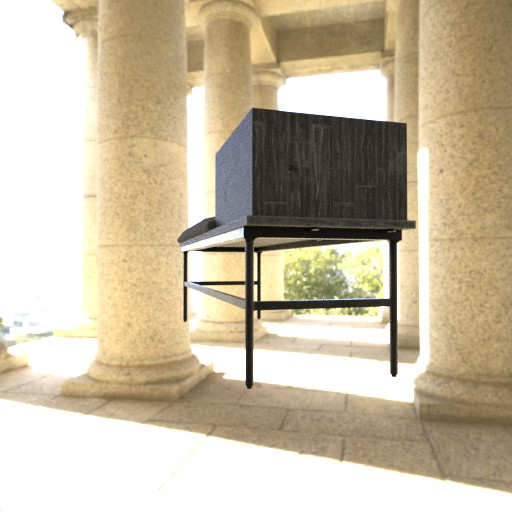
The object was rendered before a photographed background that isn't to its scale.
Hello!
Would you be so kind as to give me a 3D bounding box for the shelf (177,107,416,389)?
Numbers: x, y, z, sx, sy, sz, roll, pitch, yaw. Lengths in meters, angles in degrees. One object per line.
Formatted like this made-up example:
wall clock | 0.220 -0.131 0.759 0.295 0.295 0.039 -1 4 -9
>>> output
shelf | 0.000 0.000 1.666 0.457 0.633 1.342 0 -1 -16
